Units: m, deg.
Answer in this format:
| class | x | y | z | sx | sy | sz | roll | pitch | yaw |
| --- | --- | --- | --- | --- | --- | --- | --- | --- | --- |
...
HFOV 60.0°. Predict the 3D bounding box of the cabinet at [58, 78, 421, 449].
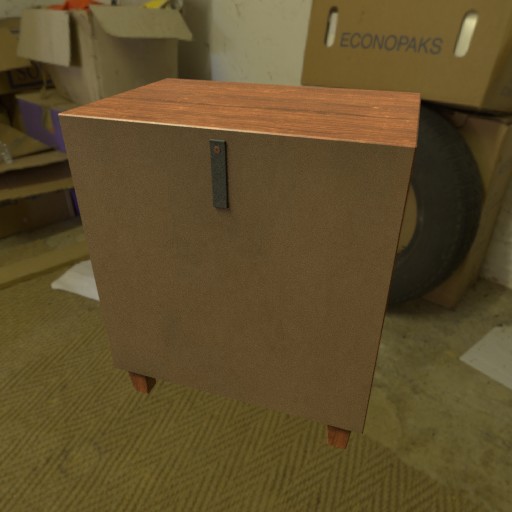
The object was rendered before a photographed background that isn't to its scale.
| class | x | y | z | sx | sy | sz | roll | pitch | yaw |
| --- | --- | --- | --- | --- | --- | --- | --- | --- | --- |
| cabinet | 0.000 | 0.000 | 1.040 | 0.607 | 0.695 | 0.410 | 10 | 32 | 16 |
